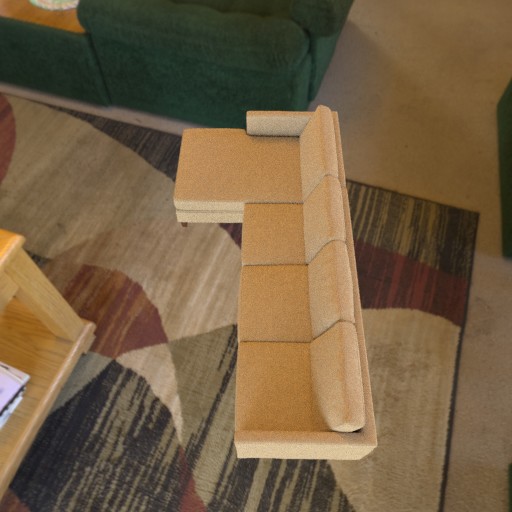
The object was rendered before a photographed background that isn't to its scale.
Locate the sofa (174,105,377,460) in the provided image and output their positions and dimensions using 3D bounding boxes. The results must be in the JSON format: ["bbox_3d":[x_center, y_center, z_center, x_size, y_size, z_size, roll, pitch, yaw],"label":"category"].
[{"bbox_3d":[0.000,0.000,3.893,1.625,0.846,3.186,1,58,1],"label":"sofa"}]
